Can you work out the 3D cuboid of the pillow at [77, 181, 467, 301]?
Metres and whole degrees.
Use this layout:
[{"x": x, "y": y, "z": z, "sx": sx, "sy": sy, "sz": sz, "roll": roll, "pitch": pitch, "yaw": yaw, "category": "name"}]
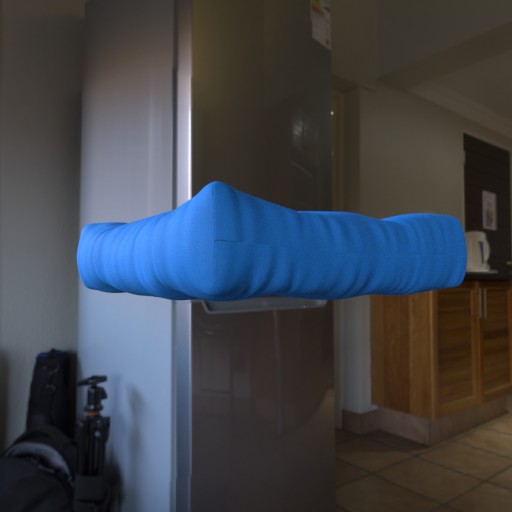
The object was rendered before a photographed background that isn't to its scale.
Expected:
[{"x": 0.000, "y": 0.000, "z": 0.733, "sx": 0.468, "sy": 0.128, "sz": 0.490, "roll": 1, "pitch": -2, "yaw": -35, "category": "pillow"}]
